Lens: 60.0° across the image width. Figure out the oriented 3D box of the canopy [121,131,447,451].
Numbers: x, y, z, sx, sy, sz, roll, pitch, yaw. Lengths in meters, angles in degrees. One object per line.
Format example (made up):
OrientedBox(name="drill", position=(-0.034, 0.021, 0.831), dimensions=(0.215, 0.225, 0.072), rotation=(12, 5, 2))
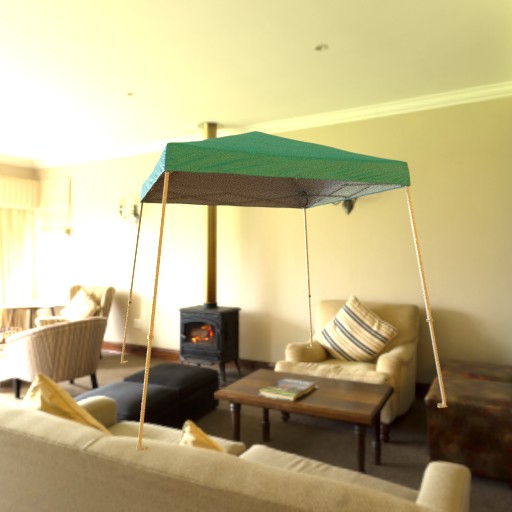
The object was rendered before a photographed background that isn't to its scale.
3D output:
OrientedBox(name="canopy", position=(0.000, 0.000, 5.068), dimensions=(2.850, 2.850, 2.849), rotation=(0, 0, -19))
